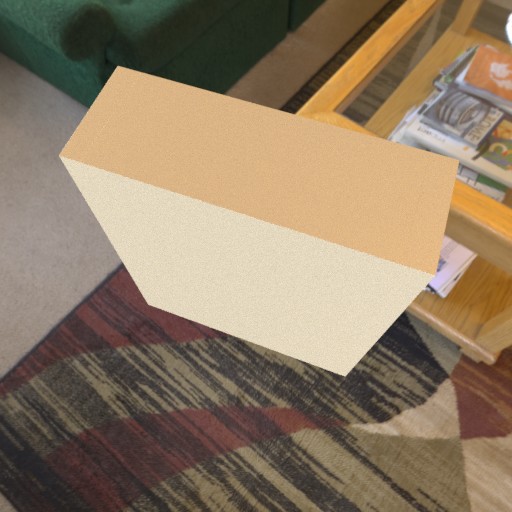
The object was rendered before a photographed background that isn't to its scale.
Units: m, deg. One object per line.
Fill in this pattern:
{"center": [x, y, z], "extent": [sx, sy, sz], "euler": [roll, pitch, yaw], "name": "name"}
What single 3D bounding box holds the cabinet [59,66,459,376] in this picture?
{"center": [0.000, 0.000, 1.660], "extent": [0.990, 1.150, 0.348], "euler": [18, 65, 9], "name": "cabinet"}
